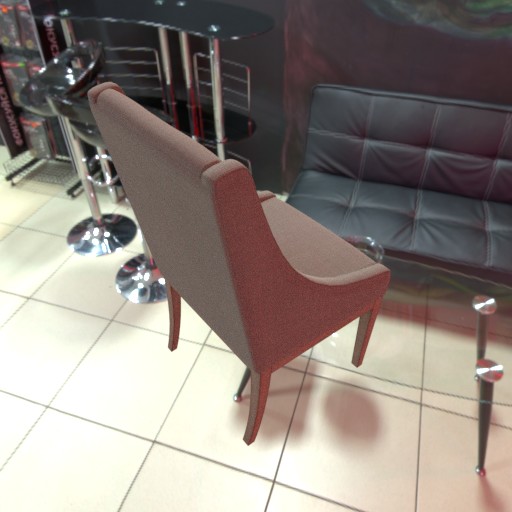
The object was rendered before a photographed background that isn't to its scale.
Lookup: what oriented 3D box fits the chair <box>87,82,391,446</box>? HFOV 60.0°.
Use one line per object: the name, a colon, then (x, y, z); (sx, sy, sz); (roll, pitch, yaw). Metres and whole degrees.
chair: (0.000, 0.000, 1.350); (0.611, 1.021, 0.575); (-28, 48, -28)
